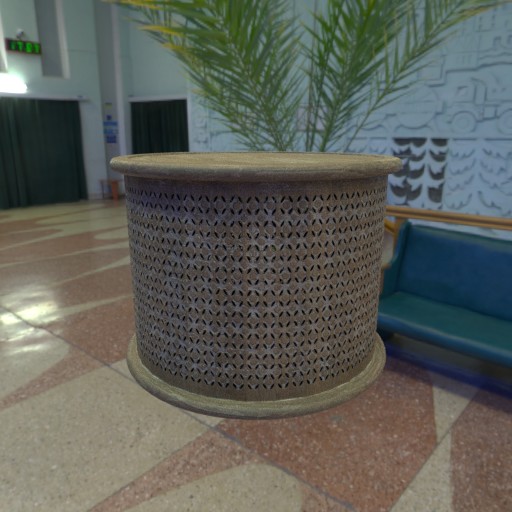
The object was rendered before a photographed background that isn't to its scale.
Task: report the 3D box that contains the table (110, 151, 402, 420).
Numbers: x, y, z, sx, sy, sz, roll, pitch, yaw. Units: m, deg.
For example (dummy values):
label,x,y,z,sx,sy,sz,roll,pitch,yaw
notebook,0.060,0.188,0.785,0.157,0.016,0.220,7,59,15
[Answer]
label,x,y,z,sx,sy,sz,roll,pitch,yaw
table,0.000,0.000,1.020,0.607,0.450,0.607,0,15,0
